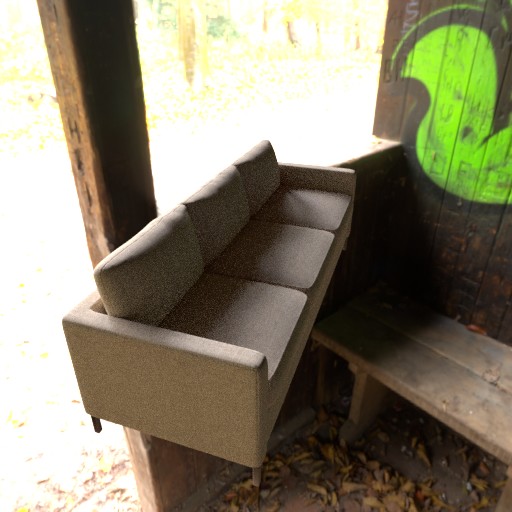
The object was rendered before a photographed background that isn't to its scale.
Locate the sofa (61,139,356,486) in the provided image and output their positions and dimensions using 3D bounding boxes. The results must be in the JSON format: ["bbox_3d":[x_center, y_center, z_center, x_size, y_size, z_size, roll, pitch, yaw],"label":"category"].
[{"bbox_3d":[0.000,0.000,2.615,0.859,0.874,2.218,10,31,17],"label":"sofa"}]
